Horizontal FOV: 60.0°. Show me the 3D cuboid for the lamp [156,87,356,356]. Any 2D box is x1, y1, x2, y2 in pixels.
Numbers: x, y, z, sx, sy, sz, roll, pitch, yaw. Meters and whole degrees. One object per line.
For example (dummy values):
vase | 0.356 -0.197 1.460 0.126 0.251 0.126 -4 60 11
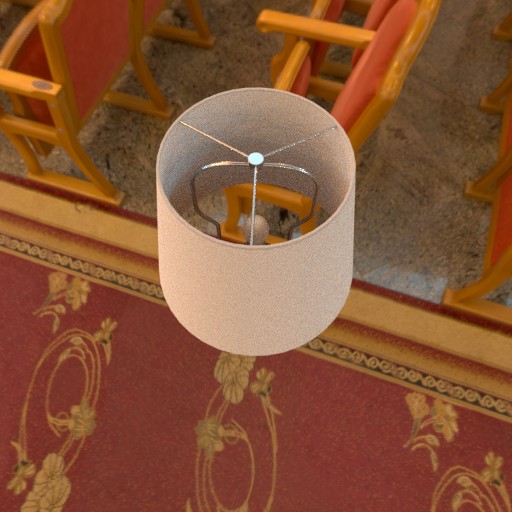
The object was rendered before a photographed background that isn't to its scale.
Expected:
lamp | 0.000 0.000 0.574 0.254 0.392 0.254 0 64 0
